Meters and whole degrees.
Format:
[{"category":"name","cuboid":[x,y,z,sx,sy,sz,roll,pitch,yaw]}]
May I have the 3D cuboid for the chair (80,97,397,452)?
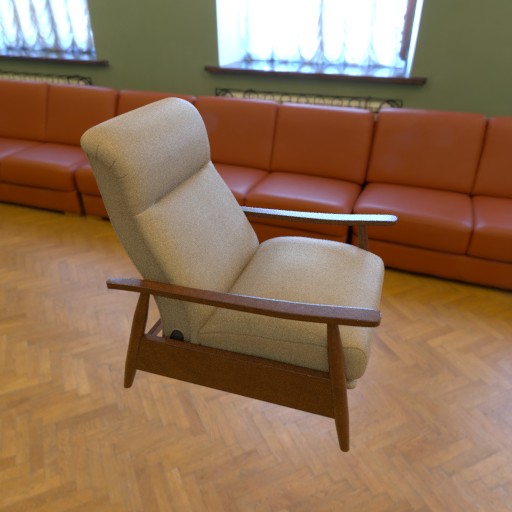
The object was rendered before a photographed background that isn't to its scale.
[{"category":"chair","cuboid":[0.000,0.000,1.788,1.030,1.082,0.762,10,32,16]}]
